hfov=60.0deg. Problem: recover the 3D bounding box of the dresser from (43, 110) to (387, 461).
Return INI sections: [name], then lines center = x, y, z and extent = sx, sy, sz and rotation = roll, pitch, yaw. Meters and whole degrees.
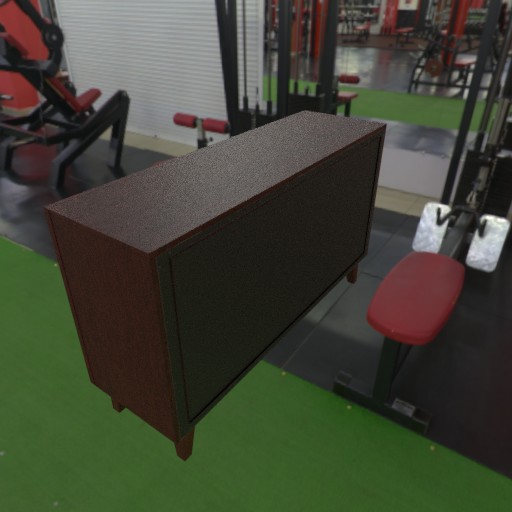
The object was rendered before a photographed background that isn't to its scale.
[dresser]
center = 0.000, 0.000, 2.084
extent = 0.499, 0.971, 1.609
rotation = 21, 37, 30
